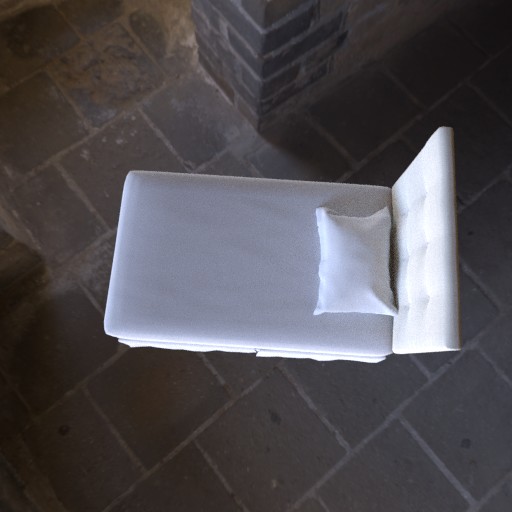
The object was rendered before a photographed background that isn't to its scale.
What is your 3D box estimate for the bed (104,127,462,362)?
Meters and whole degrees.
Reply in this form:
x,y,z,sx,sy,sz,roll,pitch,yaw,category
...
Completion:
x,y,z,sx,sy,sz,roll,pitch,yaw,category
0.000,0.000,2.921,1.997,1.571,1.261,4,76,1,bed
